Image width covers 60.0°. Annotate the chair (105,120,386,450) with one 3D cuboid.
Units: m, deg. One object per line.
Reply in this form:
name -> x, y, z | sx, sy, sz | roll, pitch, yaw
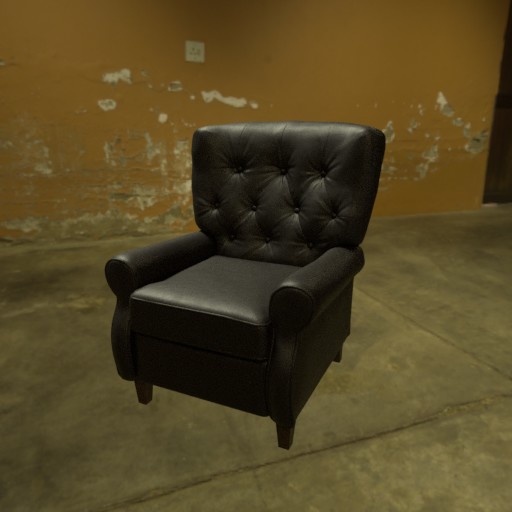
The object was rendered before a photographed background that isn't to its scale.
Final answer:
chair -> 0.000, 0.000, 1.958 | 0.948, 1.158, 1.058 | 7, 17, 24
